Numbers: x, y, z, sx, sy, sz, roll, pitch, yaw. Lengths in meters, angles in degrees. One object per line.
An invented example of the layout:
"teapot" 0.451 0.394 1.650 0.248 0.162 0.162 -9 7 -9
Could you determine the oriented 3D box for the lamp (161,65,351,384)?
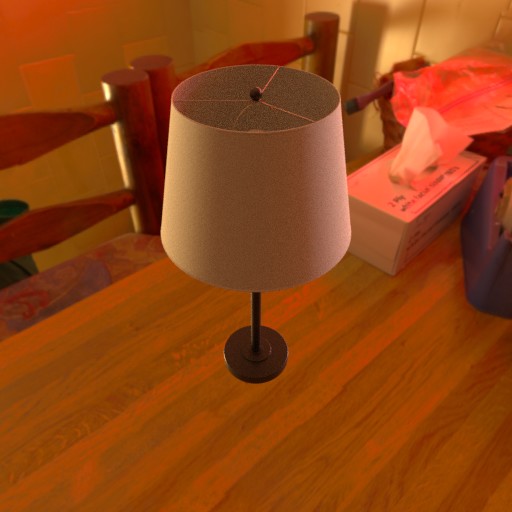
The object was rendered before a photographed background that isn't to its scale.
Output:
"lamp" 0.000 0.000 0.913 0.363 0.696 0.363 0 42 0
